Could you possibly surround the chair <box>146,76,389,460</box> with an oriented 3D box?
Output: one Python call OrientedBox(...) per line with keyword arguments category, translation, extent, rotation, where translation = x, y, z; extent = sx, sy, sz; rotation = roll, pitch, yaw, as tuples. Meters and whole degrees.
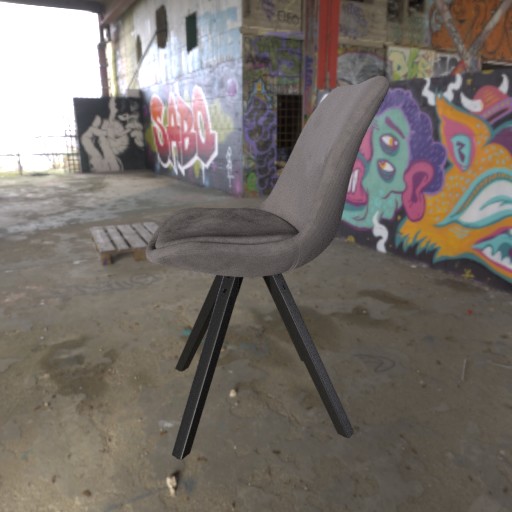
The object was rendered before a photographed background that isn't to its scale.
OrientedBox(category="chair", translation=(0.000, 0.000, 1.145), extent=(0.550, 0.850, 0.476), rotation=(-2, 16, -9))
